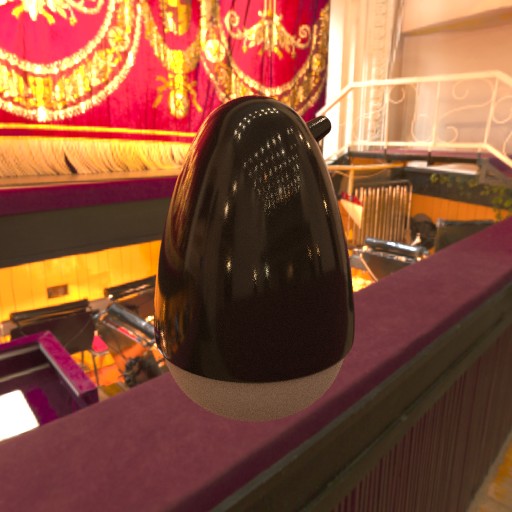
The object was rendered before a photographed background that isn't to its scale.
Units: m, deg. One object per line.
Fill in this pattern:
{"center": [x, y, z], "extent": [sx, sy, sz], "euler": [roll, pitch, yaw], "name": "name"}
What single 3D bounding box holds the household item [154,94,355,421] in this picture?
{"center": [0.000, 0.000, 0.222], "extent": [0.104, 0.152, 0.102], "euler": [-14, 21, -41], "name": "household item"}
